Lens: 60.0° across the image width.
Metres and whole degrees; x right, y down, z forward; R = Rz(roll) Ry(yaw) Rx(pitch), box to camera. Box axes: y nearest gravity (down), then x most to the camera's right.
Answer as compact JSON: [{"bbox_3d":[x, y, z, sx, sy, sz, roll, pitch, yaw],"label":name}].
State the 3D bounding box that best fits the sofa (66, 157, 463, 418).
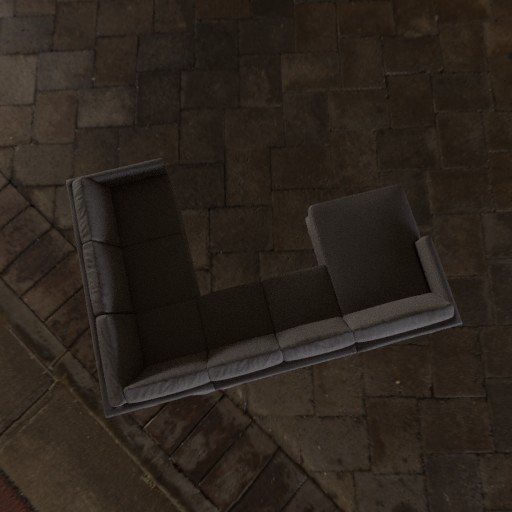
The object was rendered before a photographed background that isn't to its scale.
[{"bbox_3d":[0.000,0.000,4.658,3.528,0.878,2.476,-14,77,-3],"label":"sofa"}]
